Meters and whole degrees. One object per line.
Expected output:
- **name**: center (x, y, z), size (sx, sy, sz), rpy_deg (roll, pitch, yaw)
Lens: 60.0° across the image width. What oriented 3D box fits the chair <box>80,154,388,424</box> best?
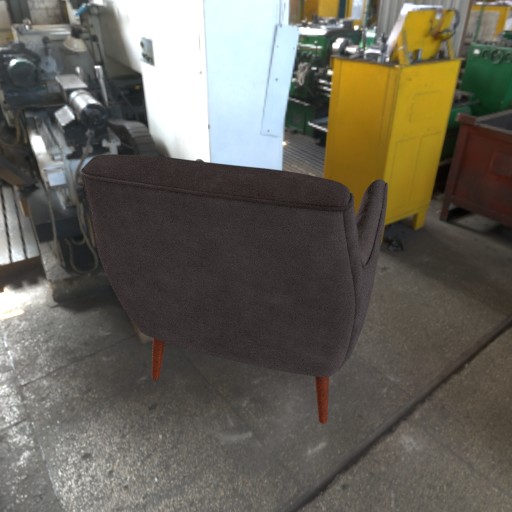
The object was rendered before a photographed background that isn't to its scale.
- **chair**: center (0.000, 0.000, 1.443), size (0.762, 0.838, 0.787), rpy_deg (10, 33, 15)
